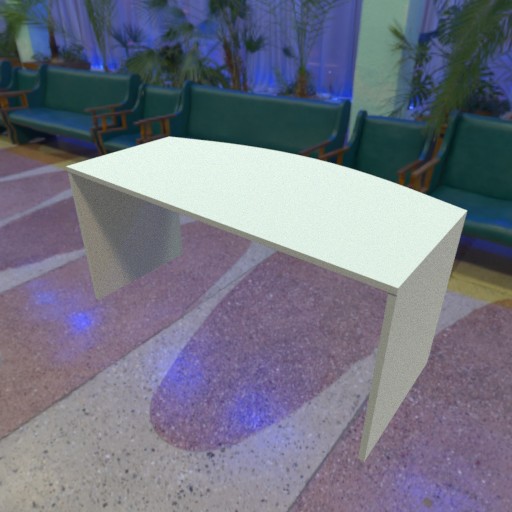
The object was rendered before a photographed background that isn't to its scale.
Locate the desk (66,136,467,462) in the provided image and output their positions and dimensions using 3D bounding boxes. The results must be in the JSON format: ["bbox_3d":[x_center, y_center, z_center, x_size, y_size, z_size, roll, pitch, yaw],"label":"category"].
[{"bbox_3d":[0.000,0.000,2.080,1.600,0.750,0.802,22,37,32],"label":"desk"}]
